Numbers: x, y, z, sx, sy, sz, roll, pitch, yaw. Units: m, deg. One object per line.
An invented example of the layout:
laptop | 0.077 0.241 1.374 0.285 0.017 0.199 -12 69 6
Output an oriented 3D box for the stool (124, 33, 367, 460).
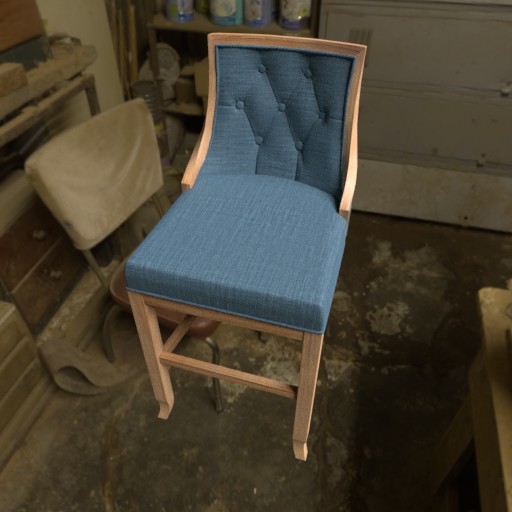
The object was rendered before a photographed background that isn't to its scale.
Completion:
stool | 0.000 0.000 1.357 0.524 1.101 0.626 11 42 13
